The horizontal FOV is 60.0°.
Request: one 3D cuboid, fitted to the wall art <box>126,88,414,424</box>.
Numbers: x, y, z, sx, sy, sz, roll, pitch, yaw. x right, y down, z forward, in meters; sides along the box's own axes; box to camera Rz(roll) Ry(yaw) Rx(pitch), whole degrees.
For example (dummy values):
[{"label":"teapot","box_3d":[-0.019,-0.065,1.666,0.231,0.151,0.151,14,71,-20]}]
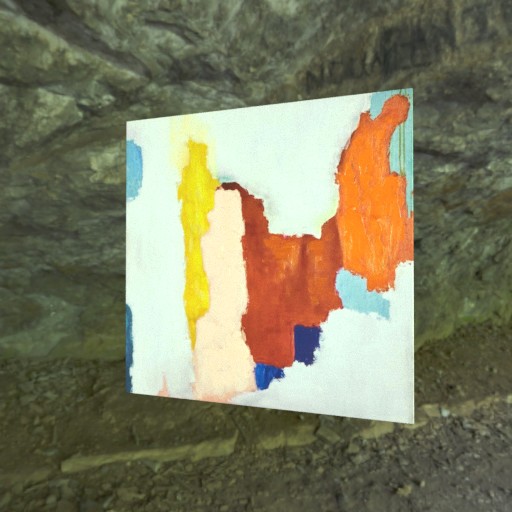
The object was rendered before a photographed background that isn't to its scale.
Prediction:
[{"label":"wall art","box_3d":[0.000,0.000,1.521,1.017,1.017,0.044,0,-1,19]}]
